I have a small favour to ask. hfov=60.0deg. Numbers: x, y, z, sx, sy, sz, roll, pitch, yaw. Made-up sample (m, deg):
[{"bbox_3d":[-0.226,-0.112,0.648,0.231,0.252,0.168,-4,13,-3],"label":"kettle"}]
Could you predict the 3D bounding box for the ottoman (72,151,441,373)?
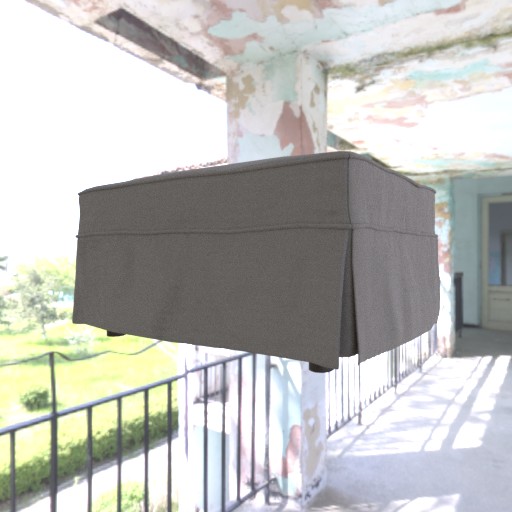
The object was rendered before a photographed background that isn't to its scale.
[{"bbox_3d":[0.000,0.000,1.335,0.944,0.479,0.703,0,0,36],"label":"ottoman"}]
